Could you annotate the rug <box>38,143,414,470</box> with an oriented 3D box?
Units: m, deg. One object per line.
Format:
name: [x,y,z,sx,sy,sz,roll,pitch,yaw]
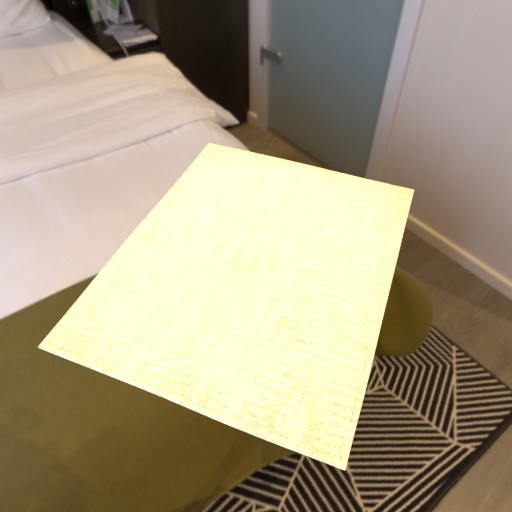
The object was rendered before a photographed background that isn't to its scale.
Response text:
rug: [0.000,0.000,4.095,2.447,0.014,3.061,16,49,15]
